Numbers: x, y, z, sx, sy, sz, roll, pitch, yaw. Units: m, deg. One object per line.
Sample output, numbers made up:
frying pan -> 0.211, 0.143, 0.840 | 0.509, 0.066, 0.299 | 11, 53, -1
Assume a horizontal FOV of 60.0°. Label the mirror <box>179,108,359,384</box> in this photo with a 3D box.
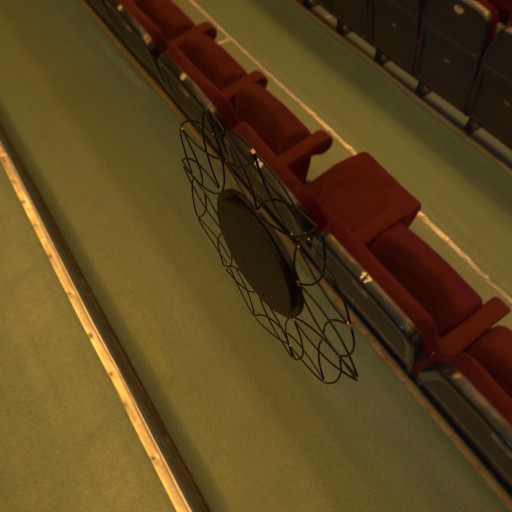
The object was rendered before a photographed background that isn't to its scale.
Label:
mirror -> 0.000, 0.000, 1.165 | 0.028, 0.775, 0.797 | -30, 63, -17
